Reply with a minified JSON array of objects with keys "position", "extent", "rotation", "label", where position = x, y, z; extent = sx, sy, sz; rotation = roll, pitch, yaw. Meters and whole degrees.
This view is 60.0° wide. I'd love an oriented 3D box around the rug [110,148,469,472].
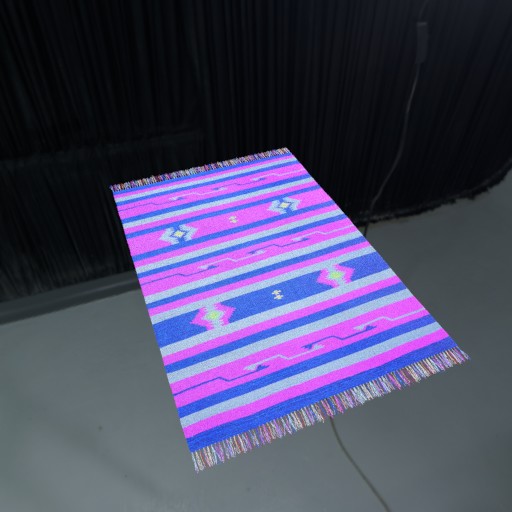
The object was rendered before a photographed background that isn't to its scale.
[{"position":[0.000,0.000,2.933],"extent":[1.539,0.013,2.350],"rotation":[-16,47,-16],"label":"rug"}]
